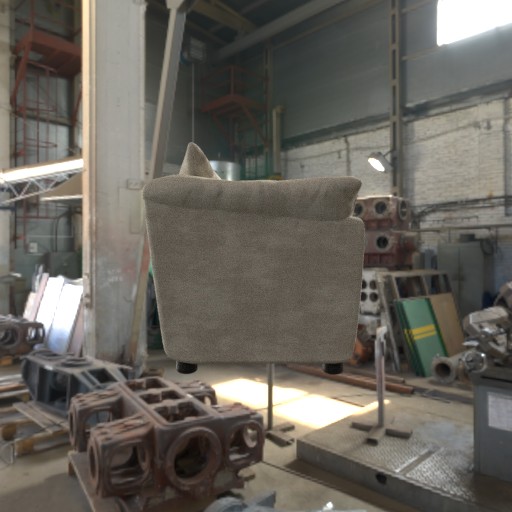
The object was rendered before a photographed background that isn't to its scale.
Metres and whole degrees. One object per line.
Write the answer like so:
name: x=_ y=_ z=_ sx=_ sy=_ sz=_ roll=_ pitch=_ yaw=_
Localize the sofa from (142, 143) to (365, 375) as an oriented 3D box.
sofa: x=0.000 y=0.000 z=2.832 sx=0.893 sy=0.981 sz=2.377 roll=0 pitch=0 yaw=1
